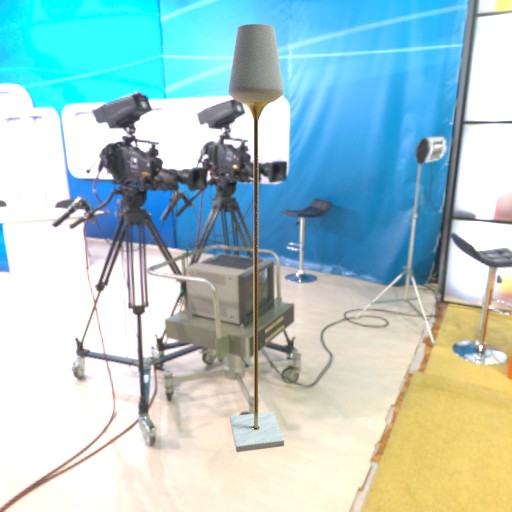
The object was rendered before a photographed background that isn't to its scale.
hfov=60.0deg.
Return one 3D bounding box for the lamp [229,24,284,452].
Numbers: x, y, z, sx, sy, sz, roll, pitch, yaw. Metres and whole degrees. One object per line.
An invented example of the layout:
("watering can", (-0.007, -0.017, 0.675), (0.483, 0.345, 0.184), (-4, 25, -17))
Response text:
("lamp", (0.000, 0.000, 1.942), (0.229, 1.813, 0.232), (-3, 16, -10))
